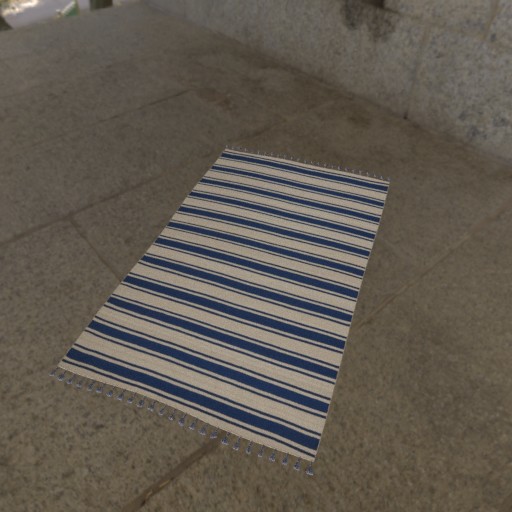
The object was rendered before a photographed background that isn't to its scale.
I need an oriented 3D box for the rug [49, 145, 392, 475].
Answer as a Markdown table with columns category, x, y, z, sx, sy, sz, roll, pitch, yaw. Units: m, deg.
| category | x | y | z | sx | sy | sz | roll | pitch | yaw |
| --- | --- | --- | --- | --- | --- | --- | --- | --- | --- |
| rug | 0.000 | 0.000 | 2.559 | 1.248 | 0.009 | 2.108 | 15 | 48 | 14 |
